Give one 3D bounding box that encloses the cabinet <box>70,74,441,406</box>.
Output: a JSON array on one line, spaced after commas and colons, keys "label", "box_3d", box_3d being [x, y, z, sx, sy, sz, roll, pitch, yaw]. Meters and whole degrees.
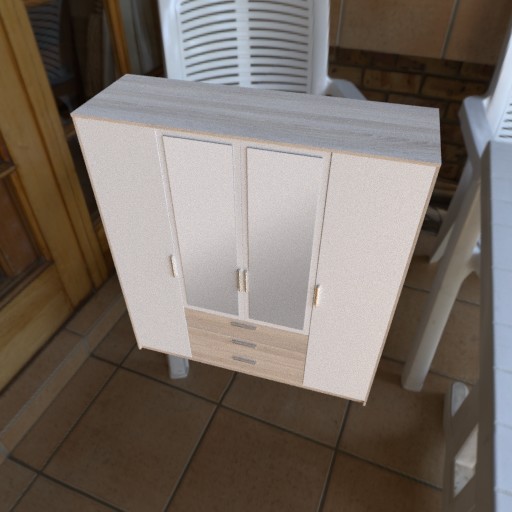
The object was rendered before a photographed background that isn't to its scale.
[{"label": "cabinet", "box_3d": [0.000, 0.000, 3.044, 1.870, 2.060, 0.620, 11, 43, 12]}]
